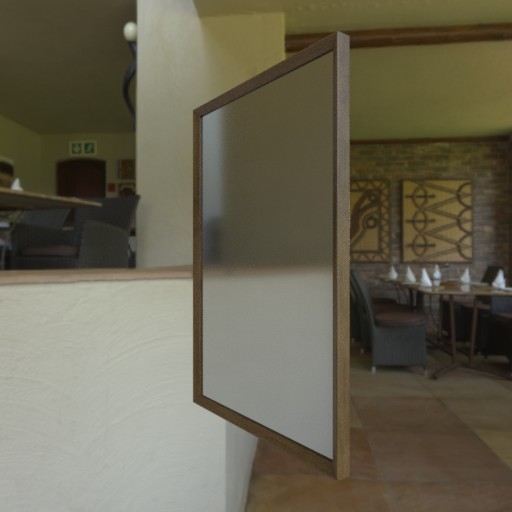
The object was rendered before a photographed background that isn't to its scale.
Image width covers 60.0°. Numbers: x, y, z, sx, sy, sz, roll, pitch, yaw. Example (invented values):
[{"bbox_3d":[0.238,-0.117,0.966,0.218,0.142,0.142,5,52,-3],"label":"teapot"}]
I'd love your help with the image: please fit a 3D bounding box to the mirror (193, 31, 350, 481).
[{"bbox_3d":[0.000,0.000,1.155,0.041,0.915,0.609,0,0,-37],"label":"mirror"}]
